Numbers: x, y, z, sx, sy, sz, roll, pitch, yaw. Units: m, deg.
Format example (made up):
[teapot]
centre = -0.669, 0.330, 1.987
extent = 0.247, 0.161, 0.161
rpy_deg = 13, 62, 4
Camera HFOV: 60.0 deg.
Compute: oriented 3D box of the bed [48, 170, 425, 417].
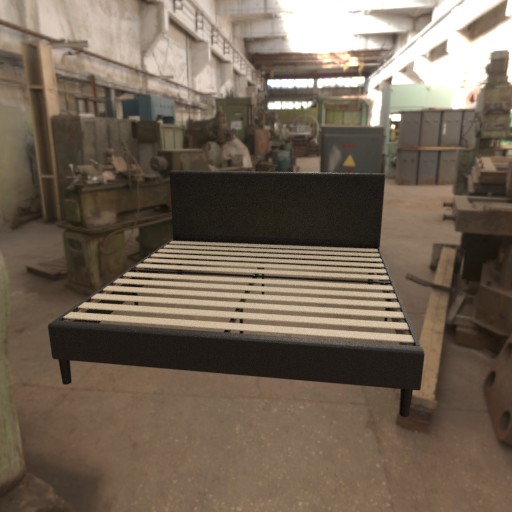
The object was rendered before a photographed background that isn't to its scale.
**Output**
[bed]
centre = 0.000, 0.000, 3.296
extent = 2.018, 1.046, 2.152
rpy_deg = 3, 16, 9
